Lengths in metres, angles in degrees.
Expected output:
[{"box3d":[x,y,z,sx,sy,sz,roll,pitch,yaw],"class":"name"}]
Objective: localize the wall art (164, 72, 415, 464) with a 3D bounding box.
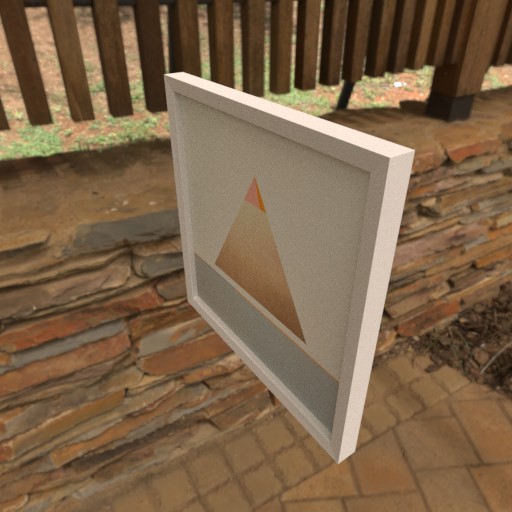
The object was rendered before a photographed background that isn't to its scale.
[{"box3d":[0.000,0.000,1.912,0.098,1.291,1.289,-21,38,-29],"class":"wall art"}]
